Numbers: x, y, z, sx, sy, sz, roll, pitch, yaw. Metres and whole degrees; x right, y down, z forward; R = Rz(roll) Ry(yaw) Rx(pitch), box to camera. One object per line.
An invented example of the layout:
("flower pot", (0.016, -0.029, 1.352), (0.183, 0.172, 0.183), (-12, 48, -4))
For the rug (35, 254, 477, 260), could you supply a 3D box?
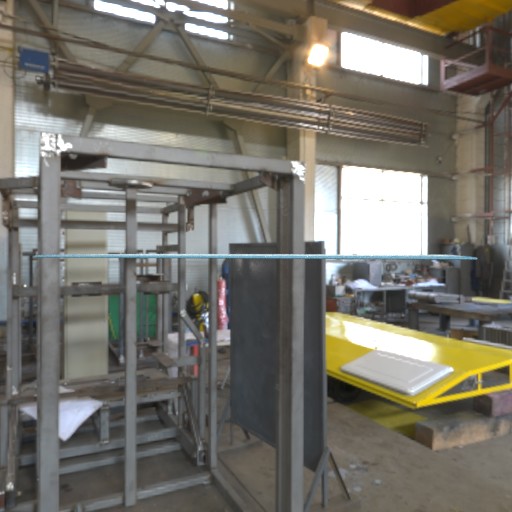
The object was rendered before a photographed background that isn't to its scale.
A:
("rug", (0.000, 0.000, 1.441), (1.219, 0.007, 0.604), (0, 1, 18))
